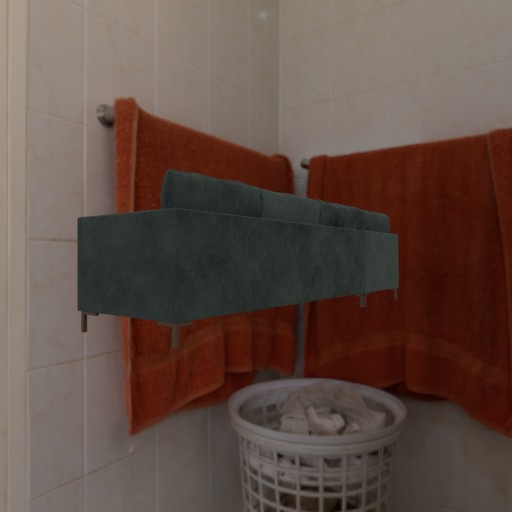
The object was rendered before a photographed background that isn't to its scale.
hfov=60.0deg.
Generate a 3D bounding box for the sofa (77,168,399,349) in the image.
[{"bbox_3d":[0.000,0.000,4.073,1.500,0.967,3.400,0,0,37],"label":"sofa"}]
